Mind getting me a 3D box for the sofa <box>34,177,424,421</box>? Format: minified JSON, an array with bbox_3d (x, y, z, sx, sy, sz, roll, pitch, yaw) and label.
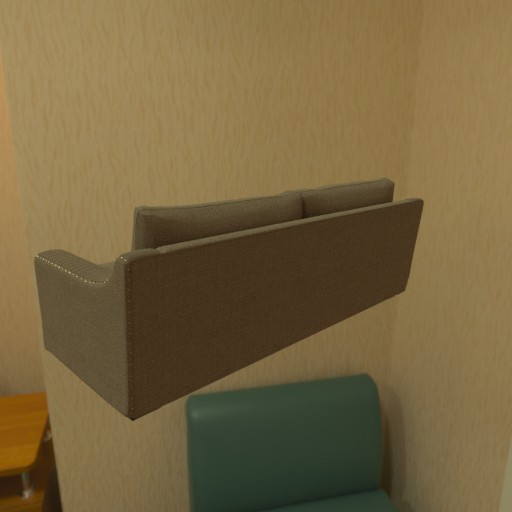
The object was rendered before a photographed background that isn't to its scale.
[{"bbox_3d":[0.000,0.000,2.652,2.208,0.857,1.000,-14,20,-42],"label":"sofa"}]
